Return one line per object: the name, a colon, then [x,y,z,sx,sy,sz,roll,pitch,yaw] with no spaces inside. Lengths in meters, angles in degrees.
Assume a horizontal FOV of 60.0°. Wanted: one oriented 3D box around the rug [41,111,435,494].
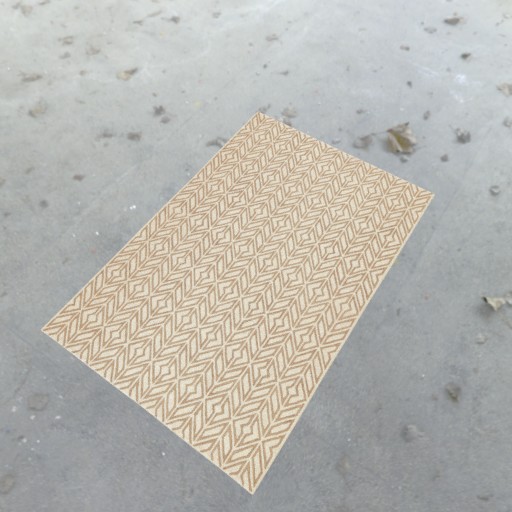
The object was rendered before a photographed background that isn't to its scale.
rug: [0.000,0.000,2.312,1.220,0.007,1.828,30,63,17]
